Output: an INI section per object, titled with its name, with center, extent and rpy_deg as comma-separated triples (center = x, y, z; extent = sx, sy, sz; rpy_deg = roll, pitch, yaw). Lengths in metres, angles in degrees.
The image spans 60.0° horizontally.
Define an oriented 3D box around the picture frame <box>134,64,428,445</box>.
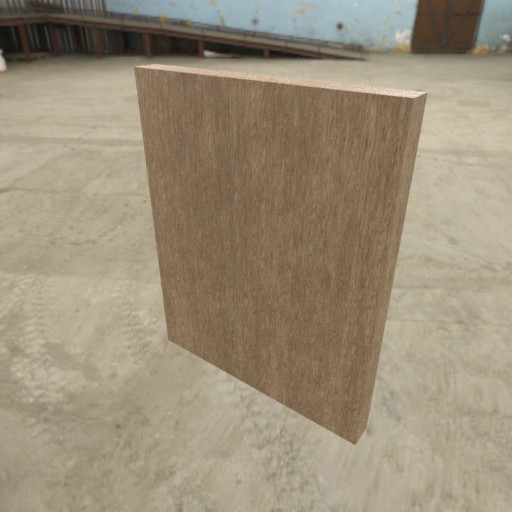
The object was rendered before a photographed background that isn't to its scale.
[picture frame]
center = 0.000, 0.000, 0.697
extent = 0.424, 0.526, 0.043
rpy_deg = 20, 35, 31
